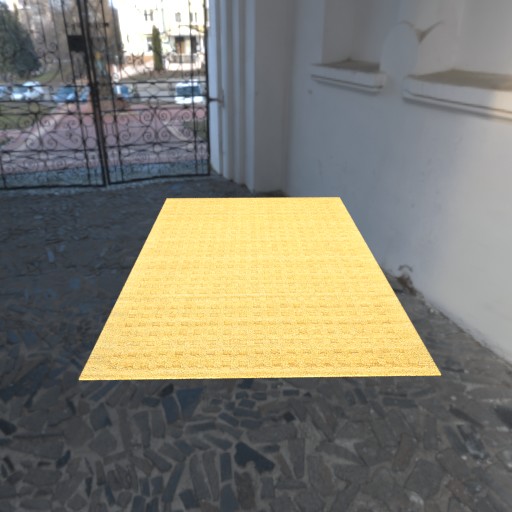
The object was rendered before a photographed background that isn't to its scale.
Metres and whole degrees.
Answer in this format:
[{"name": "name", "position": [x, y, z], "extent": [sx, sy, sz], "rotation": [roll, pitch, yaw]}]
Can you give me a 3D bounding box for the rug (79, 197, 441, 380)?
[{"name": "rug", "position": [0.000, 0.000, 2.887], "extent": [1.524, 0.006, 2.286], "rotation": [0, 26, -1]}]
